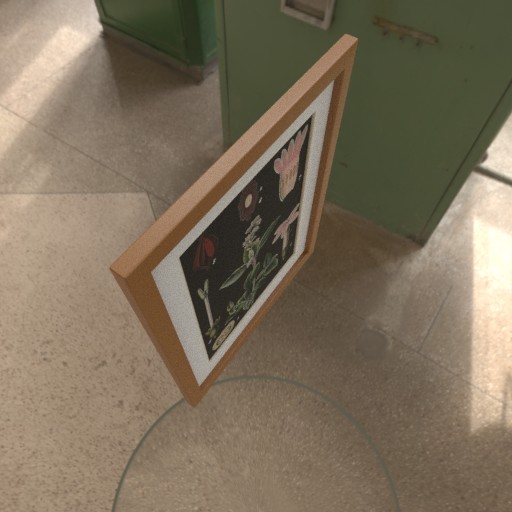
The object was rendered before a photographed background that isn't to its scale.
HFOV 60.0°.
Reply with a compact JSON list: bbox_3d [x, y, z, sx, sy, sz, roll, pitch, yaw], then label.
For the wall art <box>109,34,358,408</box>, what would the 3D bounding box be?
[{"bbox_3d":[0.000,0.000,0.742,0.021,0.550,0.449,31,64,17],"label":"wall art"}]
